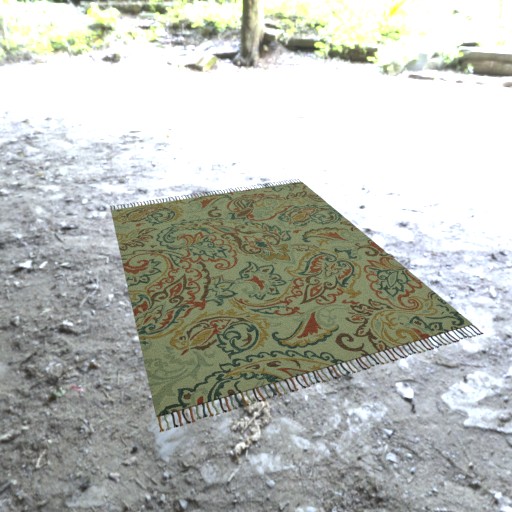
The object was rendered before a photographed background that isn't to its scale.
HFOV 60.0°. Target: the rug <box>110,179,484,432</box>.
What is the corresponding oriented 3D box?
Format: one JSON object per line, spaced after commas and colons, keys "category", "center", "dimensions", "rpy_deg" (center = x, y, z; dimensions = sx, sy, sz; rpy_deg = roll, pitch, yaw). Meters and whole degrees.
{"category": "rug", "center": [0.000, 0.000, 4.269], "dimensions": [2.439, 0.015, 3.274], "rpy_deg": [-11, 34, -17]}
